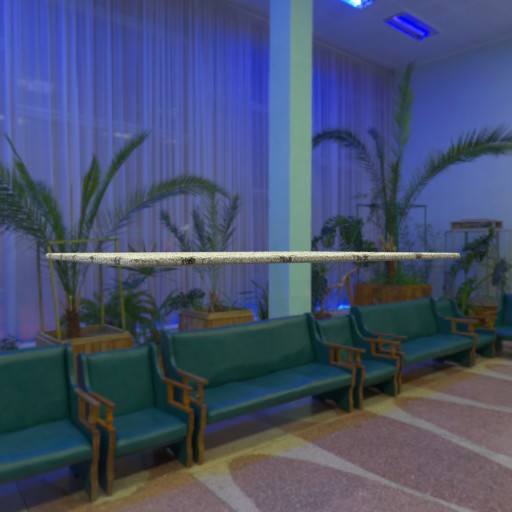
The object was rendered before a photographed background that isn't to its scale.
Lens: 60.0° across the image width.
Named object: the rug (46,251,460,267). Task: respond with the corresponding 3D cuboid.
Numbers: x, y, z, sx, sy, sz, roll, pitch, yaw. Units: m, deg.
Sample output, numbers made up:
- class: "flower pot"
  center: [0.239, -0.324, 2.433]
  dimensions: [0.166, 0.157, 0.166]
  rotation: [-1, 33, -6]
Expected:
- class: "rug"
  center: [0.000, 0.000, 2.294]
  dimensions: [1.778, 0.030, 1.219]
  rotation: [-1, 1, -36]
